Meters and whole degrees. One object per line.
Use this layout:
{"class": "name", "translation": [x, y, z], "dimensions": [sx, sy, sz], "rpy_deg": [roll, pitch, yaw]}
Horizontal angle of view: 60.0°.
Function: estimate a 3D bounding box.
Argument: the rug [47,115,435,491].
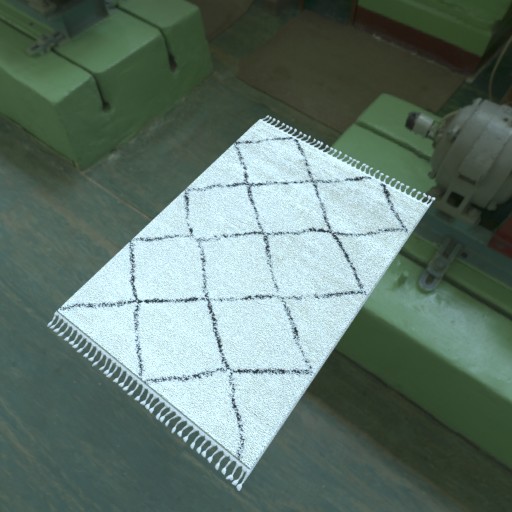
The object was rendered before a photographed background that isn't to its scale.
{"class": "rug", "translation": [0.000, 0.000, 2.915], "dimensions": [1.494, 0.031, 2.307], "rpy_deg": [32, 64, 18]}
